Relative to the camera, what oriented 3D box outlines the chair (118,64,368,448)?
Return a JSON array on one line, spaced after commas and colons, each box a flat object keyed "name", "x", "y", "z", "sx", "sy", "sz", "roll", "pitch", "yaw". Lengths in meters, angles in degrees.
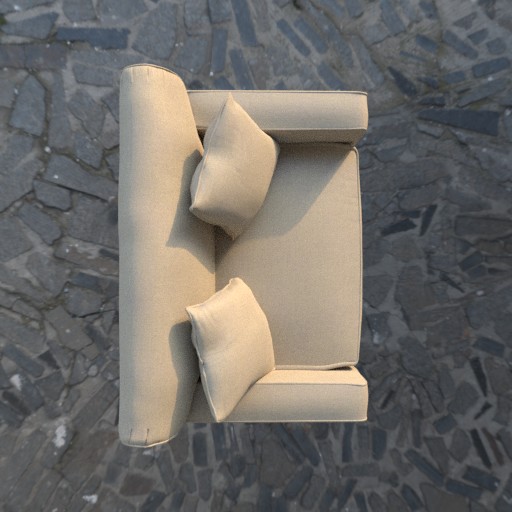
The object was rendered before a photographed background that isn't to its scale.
[{"name": "chair", "x": 0.000, "y": 0.000, "z": 1.992, "sx": 1.000, "sy": 0.948, "sz": 1.383, "roll": 0, "pitch": 90, "yaw": -1}]
